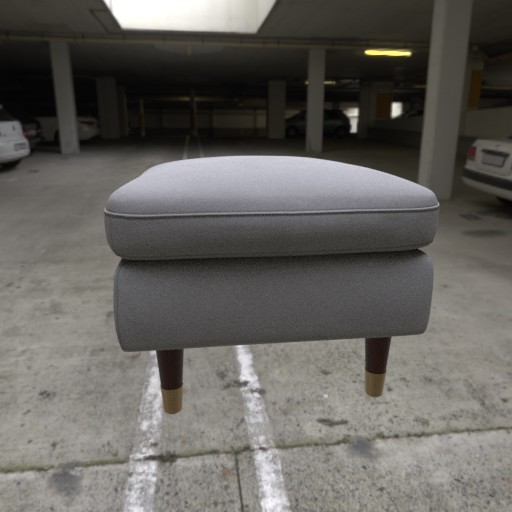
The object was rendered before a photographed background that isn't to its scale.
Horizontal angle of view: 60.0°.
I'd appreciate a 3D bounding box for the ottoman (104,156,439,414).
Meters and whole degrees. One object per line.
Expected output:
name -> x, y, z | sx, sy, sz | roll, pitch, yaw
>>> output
ottoman -> 0.000, 0.000, 1.096 | 0.593, 0.478, 0.747 | -2, 15, -8
